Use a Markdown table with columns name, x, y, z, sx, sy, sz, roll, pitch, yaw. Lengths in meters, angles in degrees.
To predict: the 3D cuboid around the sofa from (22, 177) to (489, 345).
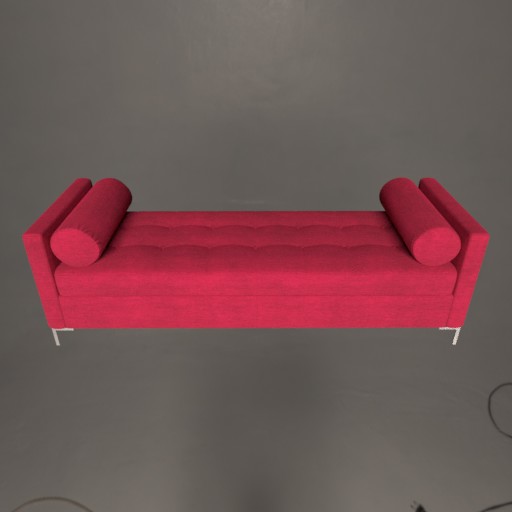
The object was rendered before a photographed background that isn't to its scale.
| name | x | y | z | sx | sy | sz | roll | pitch | yaw |
| --- | --- | --- | --- | --- | --- | --- | --- | --- | --- |
| sofa | 0.000 | 0.000 | 2.305 | 1.981 | 0.635 | 0.686 | 0 | 30 | 0 |
